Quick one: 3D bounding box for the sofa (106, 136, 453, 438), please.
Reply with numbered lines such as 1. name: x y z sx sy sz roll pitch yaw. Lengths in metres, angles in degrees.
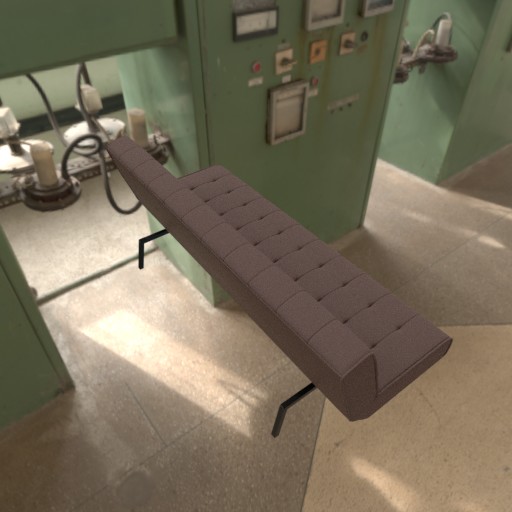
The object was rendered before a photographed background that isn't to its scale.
1. sofa: 0.000 0.000 2.119 0.747 0.699 1.703 -27 48 -26
